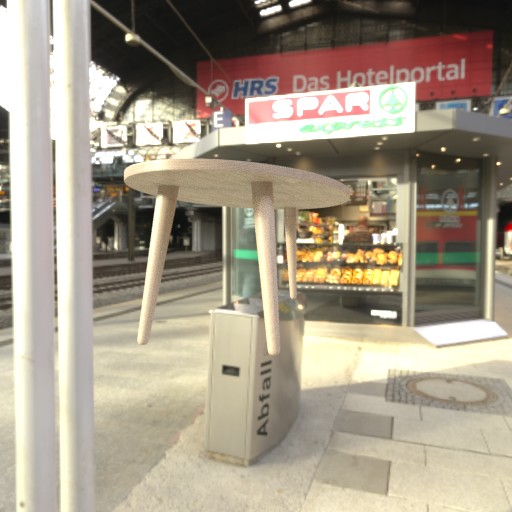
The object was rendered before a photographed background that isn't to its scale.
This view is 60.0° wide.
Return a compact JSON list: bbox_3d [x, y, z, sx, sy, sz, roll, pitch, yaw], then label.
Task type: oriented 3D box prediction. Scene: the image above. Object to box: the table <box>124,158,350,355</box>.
[{"bbox_3d":[0.000,0.000,1.330,0.542,0.390,1.083,1,2,17],"label":"table"}]
